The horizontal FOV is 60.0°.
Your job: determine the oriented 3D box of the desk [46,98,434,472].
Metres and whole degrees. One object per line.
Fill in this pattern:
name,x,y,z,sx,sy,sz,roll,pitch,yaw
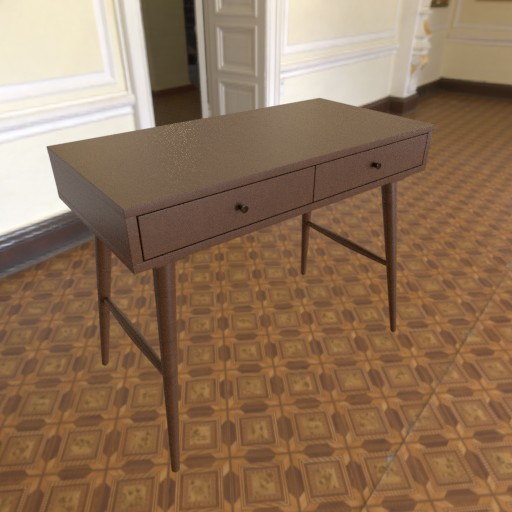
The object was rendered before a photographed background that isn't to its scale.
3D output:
desk,0.000,0.000,1.384,0.949,0.758,0.510,-22,37,-32
